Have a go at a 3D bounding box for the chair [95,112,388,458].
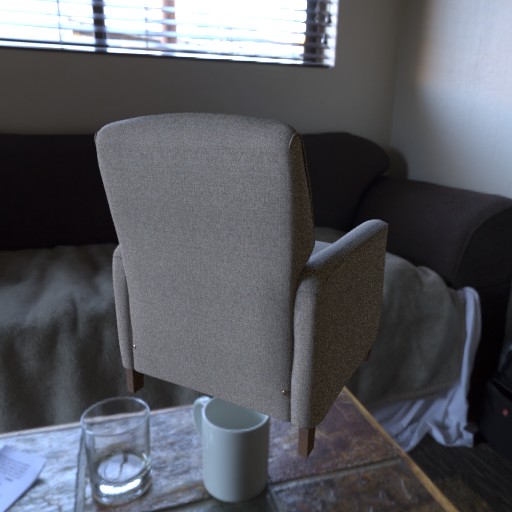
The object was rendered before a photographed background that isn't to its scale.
[{"bbox_3d":[0.000,0.000,1.682,0.848,1.014,0.864,9,18,28],"label":"chair"}]
